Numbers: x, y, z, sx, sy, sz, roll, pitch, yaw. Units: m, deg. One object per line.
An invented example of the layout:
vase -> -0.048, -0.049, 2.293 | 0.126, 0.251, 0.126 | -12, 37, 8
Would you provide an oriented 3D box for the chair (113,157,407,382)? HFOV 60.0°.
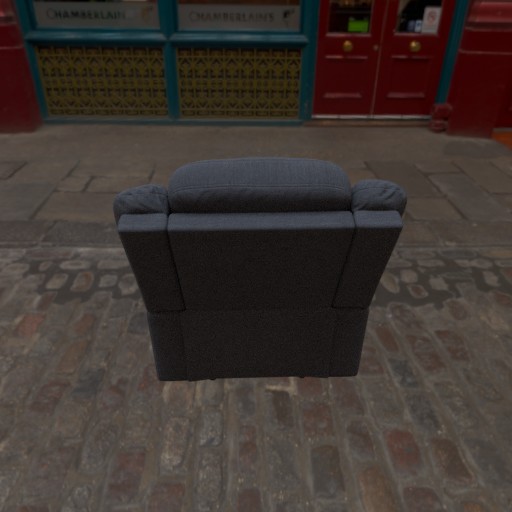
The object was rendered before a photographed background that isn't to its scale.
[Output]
chair -> 0.000, 0.000, 1.804 | 0.899, 1.008, 0.944 | -1, 30, -2
